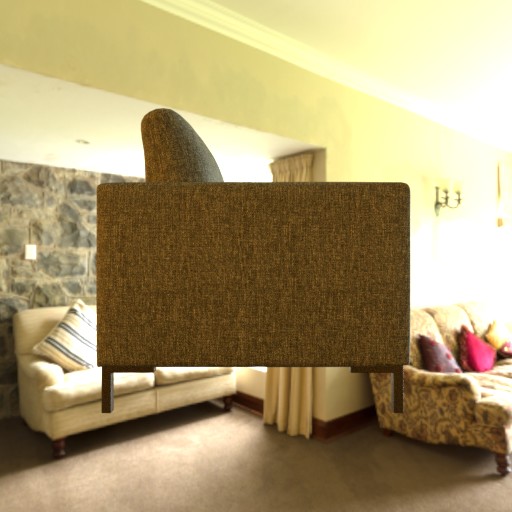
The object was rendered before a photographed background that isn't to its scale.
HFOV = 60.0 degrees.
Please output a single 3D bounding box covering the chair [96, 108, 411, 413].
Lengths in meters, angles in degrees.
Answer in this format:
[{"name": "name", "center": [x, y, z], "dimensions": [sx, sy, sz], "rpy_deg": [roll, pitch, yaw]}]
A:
[{"name": "chair", "center": [0.000, 0.000, 1.645], "dimensions": [0.866, 0.861, 0.963], "rpy_deg": [0, 0, 0]}]
